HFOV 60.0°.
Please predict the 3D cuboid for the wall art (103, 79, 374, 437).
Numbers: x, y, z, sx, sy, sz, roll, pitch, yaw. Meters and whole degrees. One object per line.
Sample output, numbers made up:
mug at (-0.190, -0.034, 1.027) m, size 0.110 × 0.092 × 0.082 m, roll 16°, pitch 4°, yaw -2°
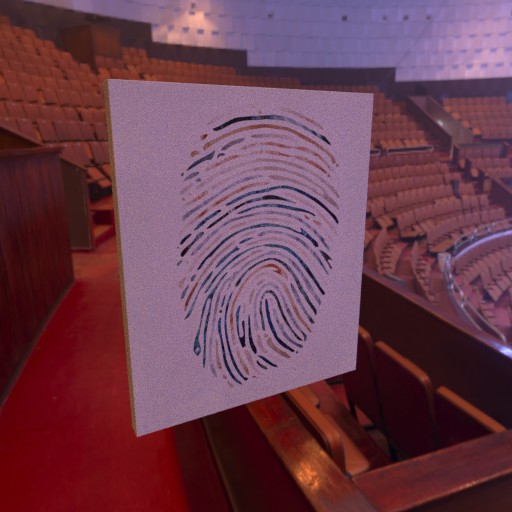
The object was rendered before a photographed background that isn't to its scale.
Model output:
wall art at (0.000, 0.000, 0.853) m, size 0.508 × 0.606 × 0.037 m, roll -8°, pitch 17°, yaw -27°
